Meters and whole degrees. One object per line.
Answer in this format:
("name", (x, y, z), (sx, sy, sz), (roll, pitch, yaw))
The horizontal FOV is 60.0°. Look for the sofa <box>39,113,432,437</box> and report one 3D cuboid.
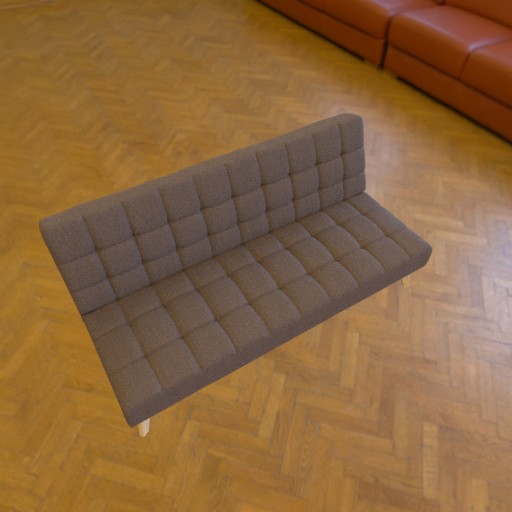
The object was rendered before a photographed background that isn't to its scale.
("sofa", (0.000, 0.000, 2.319), (1.800, 0.810, 0.860), (-25, 52, -21))
